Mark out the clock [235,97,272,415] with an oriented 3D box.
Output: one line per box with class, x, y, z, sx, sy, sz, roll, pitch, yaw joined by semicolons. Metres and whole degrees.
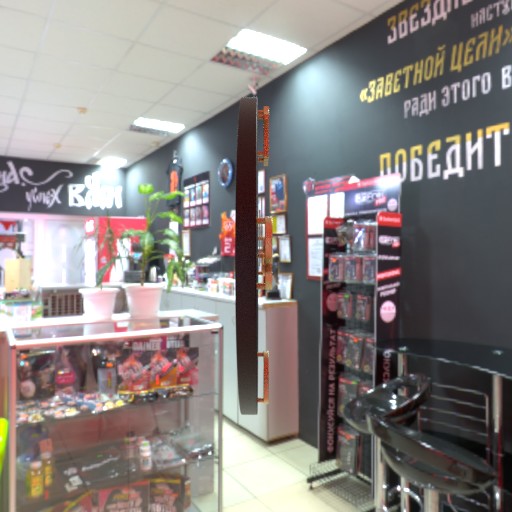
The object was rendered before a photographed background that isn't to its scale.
clock;0.000;0.000;0.673;0.038;0.454;0.454;0;0;1
